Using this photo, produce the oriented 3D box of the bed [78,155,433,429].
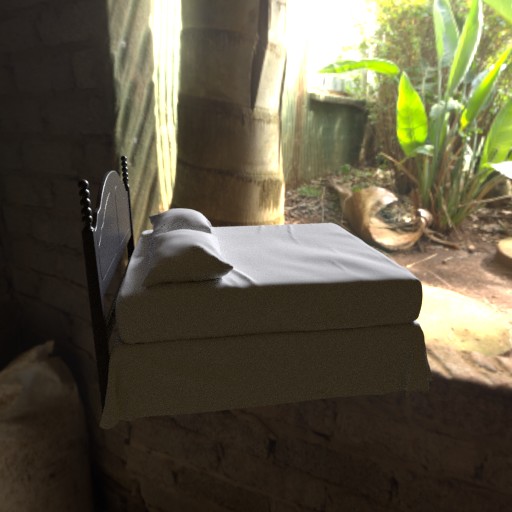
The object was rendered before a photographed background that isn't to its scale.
[{"bbox_3d":[0.000,0.000,3.266,2.040,1.356,1.873,-3,17,-9],"label":"bed"}]
